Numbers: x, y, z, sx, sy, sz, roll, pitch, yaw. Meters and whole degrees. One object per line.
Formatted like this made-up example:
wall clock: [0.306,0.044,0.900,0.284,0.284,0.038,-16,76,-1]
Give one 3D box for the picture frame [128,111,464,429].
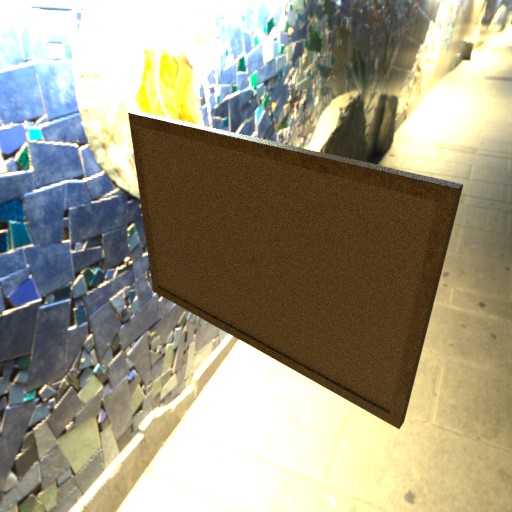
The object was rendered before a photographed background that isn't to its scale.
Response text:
picture frame: [0.000,0.000,1.180,0.922,0.621,0.029,22,37,33]
